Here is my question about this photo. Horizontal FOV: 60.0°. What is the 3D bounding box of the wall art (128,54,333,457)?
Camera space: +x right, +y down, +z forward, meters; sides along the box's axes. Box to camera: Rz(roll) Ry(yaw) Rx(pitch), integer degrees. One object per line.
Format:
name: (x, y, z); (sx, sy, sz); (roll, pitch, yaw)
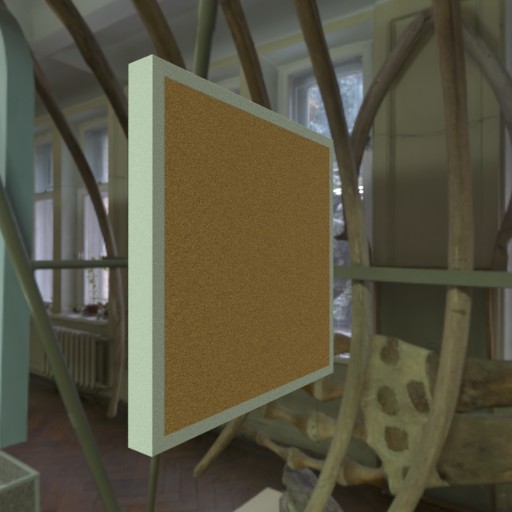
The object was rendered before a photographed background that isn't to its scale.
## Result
wall art: (0.000, 0.000, 0.622); (0.038, 0.406, 0.406); (0, 0, 36)
